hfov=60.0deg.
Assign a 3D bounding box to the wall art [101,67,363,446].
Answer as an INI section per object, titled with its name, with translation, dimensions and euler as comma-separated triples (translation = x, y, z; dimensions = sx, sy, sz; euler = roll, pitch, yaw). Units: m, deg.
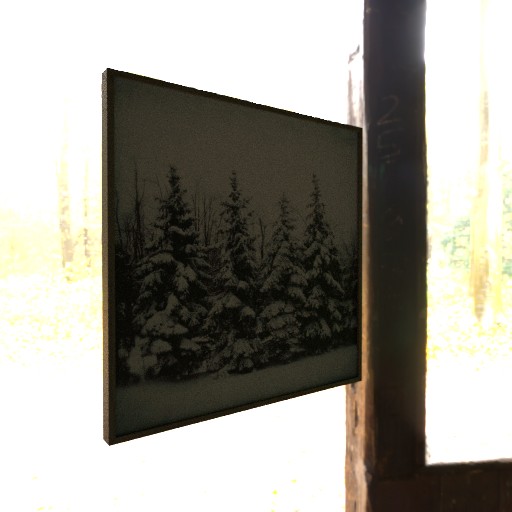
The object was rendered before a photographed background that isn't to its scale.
[wall art]
translation = 0.000, 0.000, 1.122
dimensions = 0.758, 0.758, 0.039
euler = -1, 1, -36
